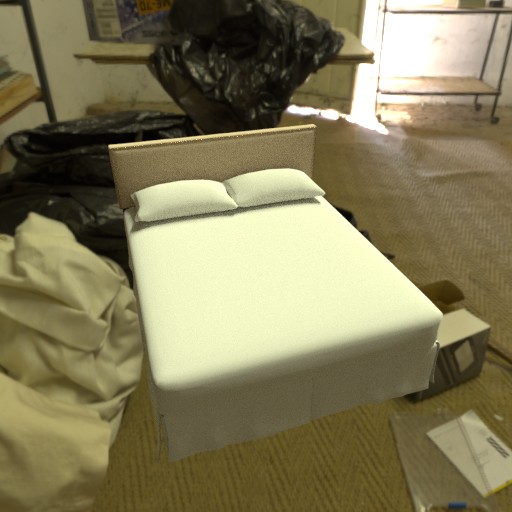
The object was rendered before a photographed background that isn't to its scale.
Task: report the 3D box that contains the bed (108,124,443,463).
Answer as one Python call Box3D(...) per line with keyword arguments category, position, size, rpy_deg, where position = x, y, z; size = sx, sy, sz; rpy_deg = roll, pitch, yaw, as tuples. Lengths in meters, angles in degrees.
Box3D(category="bed", position=(0.000, 0.000, 2.842), size=(1.616, 1.016, 1.876), rpy_deg=(-10, 35, -15))
